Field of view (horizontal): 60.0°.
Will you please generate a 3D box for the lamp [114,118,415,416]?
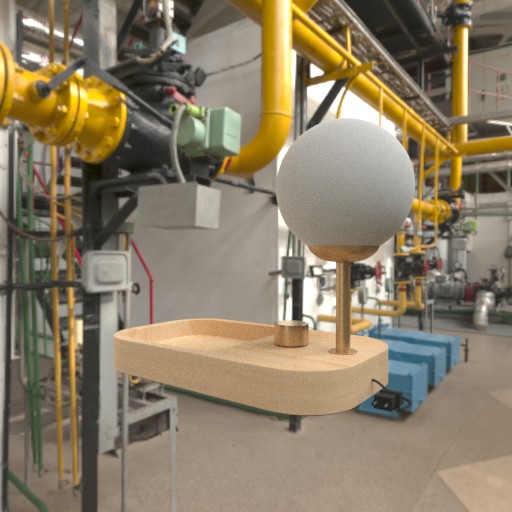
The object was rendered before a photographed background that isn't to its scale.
[{"bbox_3d":[0.000,0.000,0.473,0.331,0.253,0.173,1,1,36],"label":"lamp"}]
